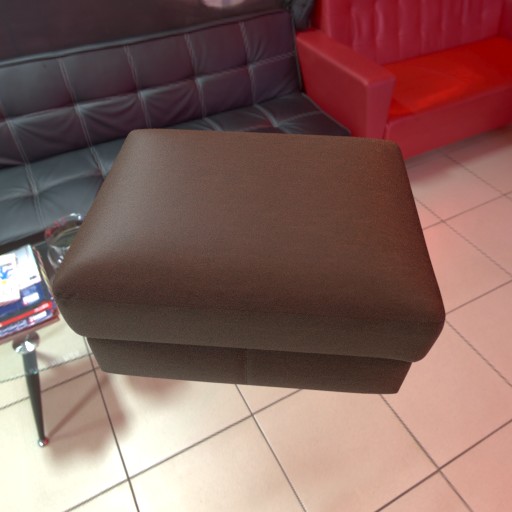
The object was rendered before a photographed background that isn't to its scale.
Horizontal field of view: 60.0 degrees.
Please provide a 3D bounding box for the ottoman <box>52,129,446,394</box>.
[{"bbox_3d":[0.000,0.000,1.169,0.787,0.508,0.635,3,46,3],"label":"ottoman"}]
